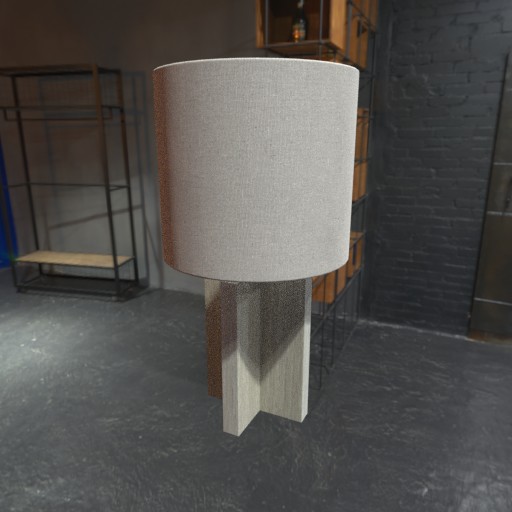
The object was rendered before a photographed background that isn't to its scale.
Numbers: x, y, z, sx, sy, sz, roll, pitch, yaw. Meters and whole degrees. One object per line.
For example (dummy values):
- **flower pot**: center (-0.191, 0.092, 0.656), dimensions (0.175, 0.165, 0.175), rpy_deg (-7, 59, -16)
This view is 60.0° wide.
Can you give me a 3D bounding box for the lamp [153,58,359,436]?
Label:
- **lamp**: center (0.000, 0.000, 0.559), dimensions (0.229, 0.428, 0.229), rpy_deg (8, 17, 25)
